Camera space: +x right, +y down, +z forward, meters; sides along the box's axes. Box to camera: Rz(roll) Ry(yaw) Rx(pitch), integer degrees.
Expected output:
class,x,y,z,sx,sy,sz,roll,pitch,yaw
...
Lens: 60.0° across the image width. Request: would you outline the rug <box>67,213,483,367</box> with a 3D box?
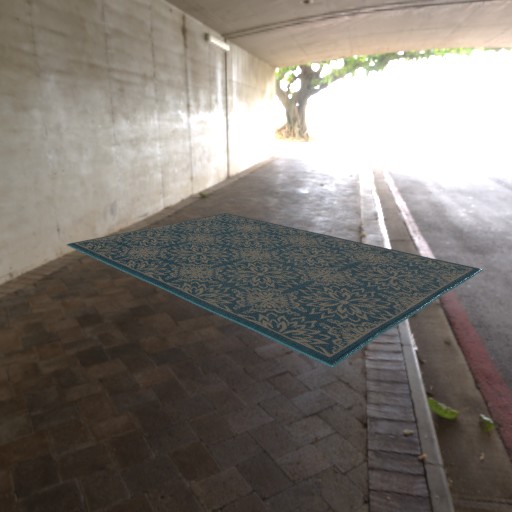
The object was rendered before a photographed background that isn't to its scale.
class,x,y,z,sx,sy,sz,roll,pitch,yaw
rug,0.000,0.000,2.310,1.833,0.012,1.211,17,24,42
